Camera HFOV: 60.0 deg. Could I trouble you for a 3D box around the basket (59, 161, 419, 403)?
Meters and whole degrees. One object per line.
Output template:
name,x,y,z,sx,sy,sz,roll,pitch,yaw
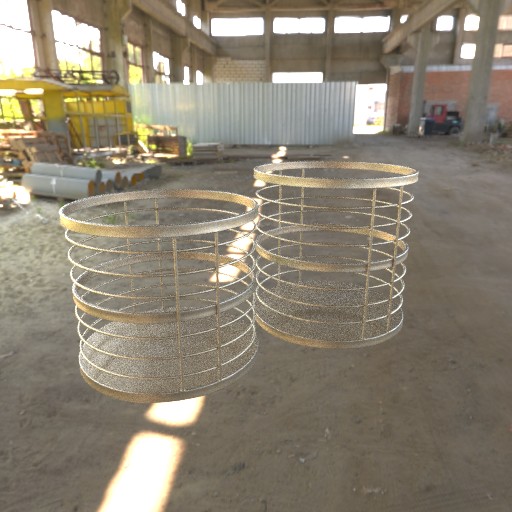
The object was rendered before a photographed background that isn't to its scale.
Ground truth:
basket,0.000,0.000,0.948,0.746,0.351,0.356,-9,19,-26
